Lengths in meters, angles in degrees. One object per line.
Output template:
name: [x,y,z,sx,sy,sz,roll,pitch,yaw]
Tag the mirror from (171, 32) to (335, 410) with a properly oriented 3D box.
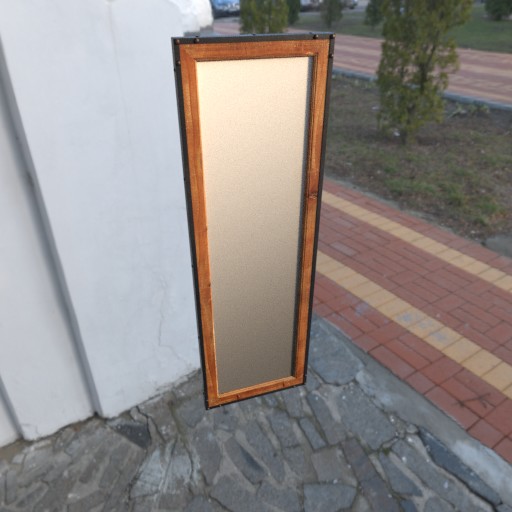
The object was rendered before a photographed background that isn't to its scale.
mirror: [0.000,0.000,1.200,0.354,1.080,0.042,-10,33,-15]
